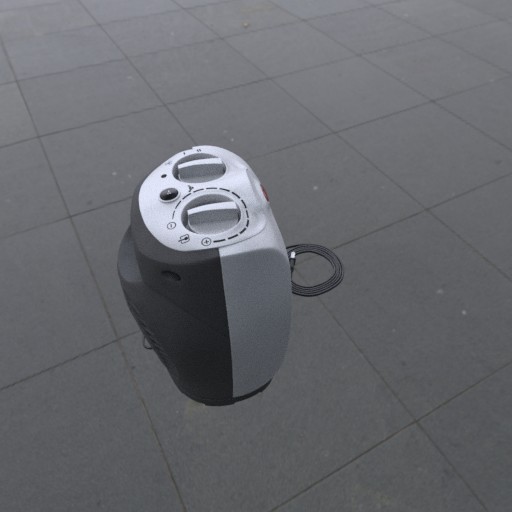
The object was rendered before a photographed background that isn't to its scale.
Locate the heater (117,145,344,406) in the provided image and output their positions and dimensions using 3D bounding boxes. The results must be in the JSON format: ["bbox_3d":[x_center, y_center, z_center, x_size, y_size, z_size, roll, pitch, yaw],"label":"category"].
[{"bbox_3d":[0.000,0.000,0.485,0.291,0.255,0.239,-10,48,-9],"label":"heater"}]
